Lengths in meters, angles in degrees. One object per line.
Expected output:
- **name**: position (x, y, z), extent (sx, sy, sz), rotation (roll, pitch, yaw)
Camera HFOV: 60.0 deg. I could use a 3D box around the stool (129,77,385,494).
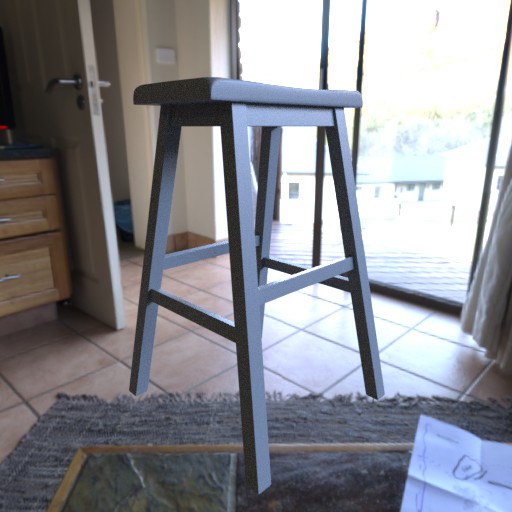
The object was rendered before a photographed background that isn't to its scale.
- **stool**: position (0.000, 0.000, 1.039), extent (0.457, 0.737, 0.476), rotation (-16, 22, -42)
